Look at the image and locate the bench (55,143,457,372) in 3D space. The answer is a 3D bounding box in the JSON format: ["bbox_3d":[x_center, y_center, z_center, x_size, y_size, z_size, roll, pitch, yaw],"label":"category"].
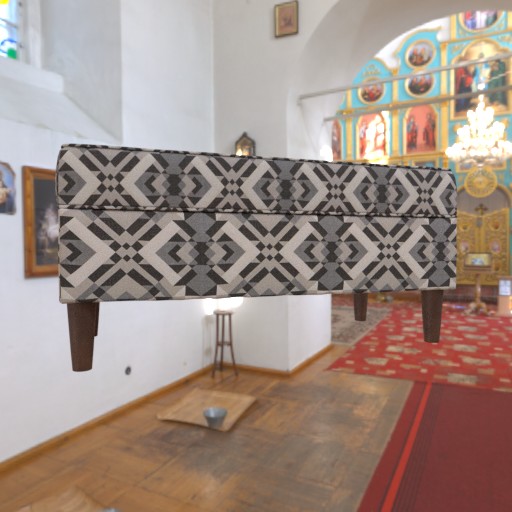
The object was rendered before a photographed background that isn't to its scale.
[{"bbox_3d":[0.000,0.000,1.274,1.016,0.477,0.492,0,1,-18],"label":"bench"}]
